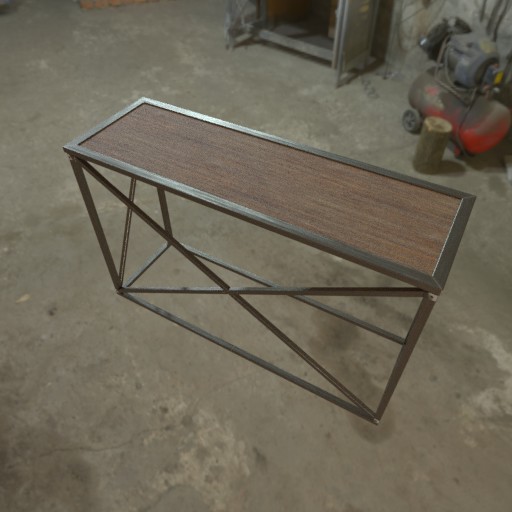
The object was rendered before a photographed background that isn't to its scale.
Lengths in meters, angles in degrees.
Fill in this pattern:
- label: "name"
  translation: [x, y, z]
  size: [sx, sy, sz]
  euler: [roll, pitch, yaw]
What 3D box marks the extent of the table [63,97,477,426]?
- label: "table"
  translation: [0.000, 0.000, 1.617]
  size: [1.216, 0.753, 0.402]
  euler: [22, 50, 20]
